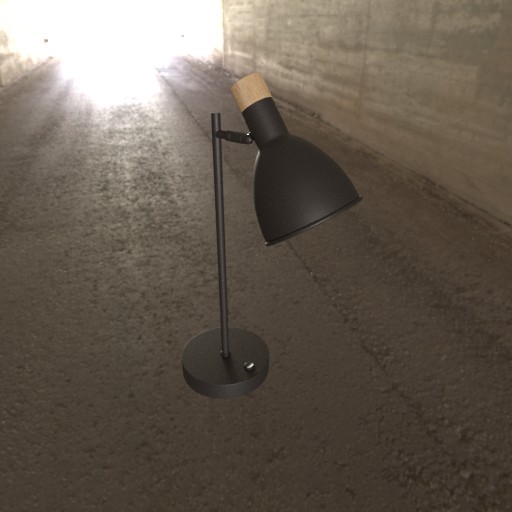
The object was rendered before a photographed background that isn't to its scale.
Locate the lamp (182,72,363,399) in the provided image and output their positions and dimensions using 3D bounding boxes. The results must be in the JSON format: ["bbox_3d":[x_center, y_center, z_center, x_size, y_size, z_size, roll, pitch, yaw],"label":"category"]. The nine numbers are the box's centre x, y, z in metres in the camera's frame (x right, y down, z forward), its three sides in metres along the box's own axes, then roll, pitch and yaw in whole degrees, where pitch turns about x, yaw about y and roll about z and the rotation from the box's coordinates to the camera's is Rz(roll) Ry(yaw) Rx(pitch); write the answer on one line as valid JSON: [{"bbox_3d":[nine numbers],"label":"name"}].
[{"bbox_3d":[0.000,0.000,0.628,0.287,0.483,0.152,20,34,33],"label":"lamp"}]
